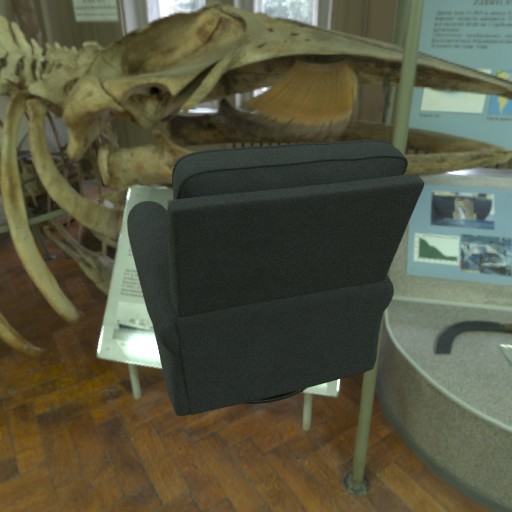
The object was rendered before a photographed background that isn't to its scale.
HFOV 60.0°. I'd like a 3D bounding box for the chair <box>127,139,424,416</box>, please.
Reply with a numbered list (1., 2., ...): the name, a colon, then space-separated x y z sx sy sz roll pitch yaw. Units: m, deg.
1. chair: 0.000 0.000 1.677 0.890 0.961 0.878 -8 27 -17
